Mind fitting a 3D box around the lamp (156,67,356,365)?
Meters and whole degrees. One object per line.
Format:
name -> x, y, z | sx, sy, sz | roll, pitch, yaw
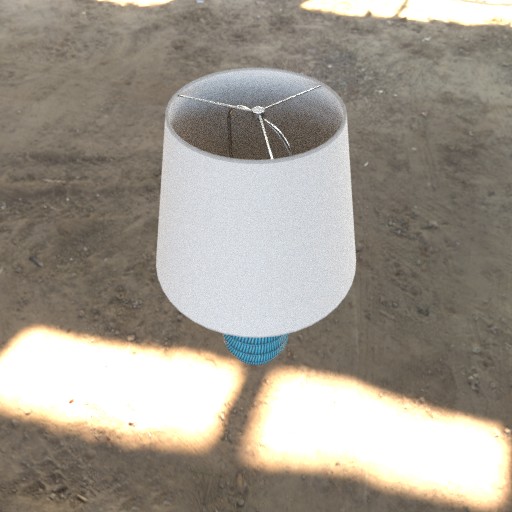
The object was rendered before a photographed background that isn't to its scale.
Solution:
lamp -> 0.000, 0.000, 0.802 | 0.355, 0.582, 0.355 | 0, 48, 0
